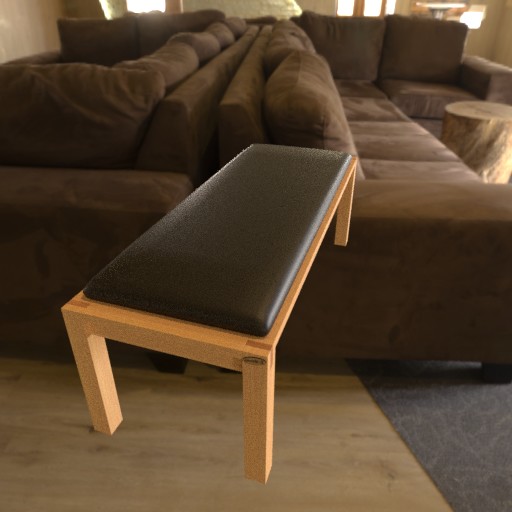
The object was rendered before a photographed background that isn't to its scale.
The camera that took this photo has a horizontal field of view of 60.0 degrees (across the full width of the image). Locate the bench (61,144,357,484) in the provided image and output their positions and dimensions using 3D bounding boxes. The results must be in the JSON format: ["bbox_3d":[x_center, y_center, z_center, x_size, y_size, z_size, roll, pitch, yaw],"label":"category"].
[{"bbox_3d":[0.000,0.000,1.430,0.450,0.430,1.202,10,32,16],"label":"bench"}]
